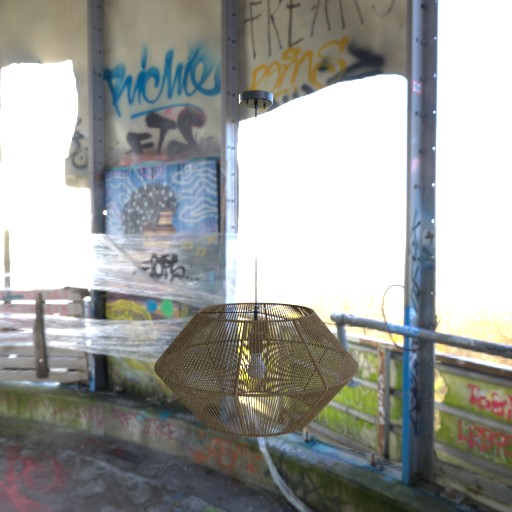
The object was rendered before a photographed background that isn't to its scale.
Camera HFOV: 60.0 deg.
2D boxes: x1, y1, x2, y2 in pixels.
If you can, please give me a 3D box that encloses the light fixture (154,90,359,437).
[{"bbox_3d":[0.000,0.000,1.413,0.643,1.009,0.643,0,2,0],"label":"light fixture"}]
